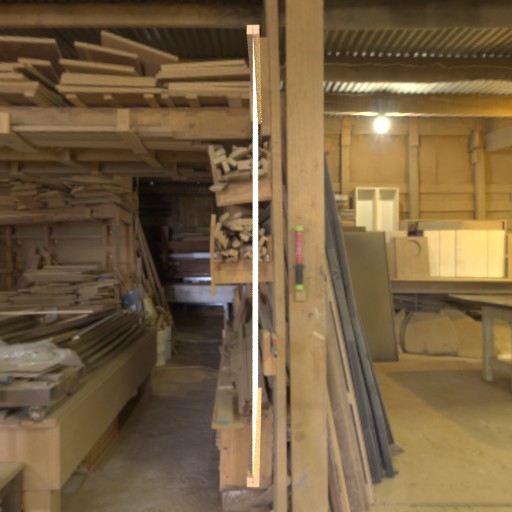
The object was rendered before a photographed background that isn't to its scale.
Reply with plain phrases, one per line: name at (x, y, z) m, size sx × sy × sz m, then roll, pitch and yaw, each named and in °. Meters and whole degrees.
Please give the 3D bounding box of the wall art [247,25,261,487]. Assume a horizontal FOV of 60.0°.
wall art at (0.000, 0.000, 1.945) m, size 0.040 × 1.510 × 0.991 m, roll 0°, pitch 0°, yaw 1°
